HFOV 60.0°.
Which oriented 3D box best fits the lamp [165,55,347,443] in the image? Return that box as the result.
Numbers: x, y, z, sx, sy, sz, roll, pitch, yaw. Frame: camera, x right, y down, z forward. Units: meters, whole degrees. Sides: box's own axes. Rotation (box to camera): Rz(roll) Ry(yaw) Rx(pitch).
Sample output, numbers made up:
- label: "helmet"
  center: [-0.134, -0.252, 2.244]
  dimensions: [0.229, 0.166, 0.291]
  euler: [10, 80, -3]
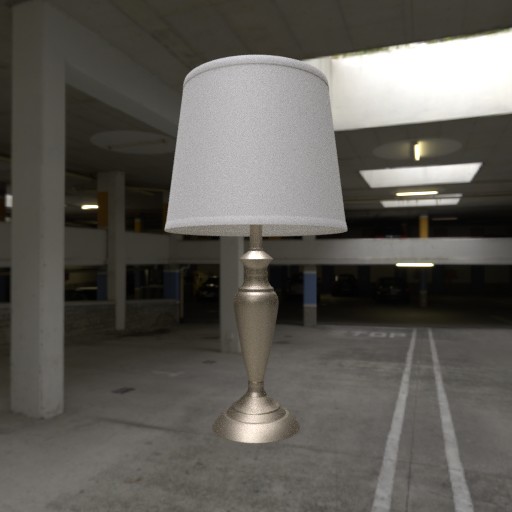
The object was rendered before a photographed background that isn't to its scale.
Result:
- label: "lamp"
  center: [0.000, 0.000, 0.812]
  dimensions: [0.328, 0.619, 0.328]
  euler: [0, 0, 0]
